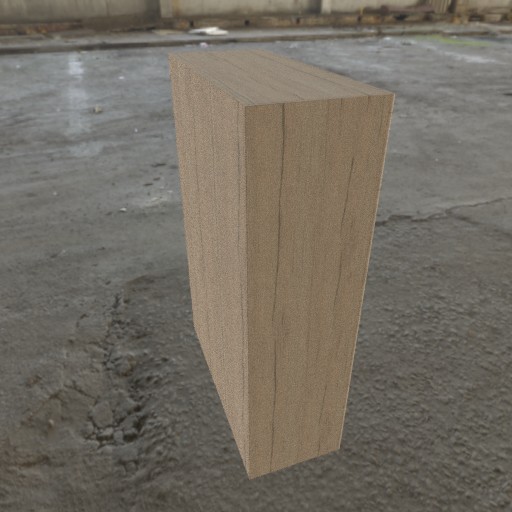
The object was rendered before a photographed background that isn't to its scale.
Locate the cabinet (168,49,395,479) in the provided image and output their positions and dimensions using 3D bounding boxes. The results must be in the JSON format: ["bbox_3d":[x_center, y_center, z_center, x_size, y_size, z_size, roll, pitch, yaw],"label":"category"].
[{"bbox_3d":[0.000,0.000,2.629,0.580,2.070,1.400,-11,33,-17],"label":"cabinet"}]
